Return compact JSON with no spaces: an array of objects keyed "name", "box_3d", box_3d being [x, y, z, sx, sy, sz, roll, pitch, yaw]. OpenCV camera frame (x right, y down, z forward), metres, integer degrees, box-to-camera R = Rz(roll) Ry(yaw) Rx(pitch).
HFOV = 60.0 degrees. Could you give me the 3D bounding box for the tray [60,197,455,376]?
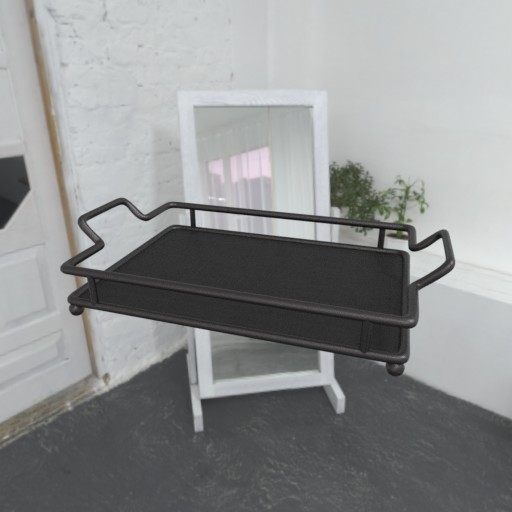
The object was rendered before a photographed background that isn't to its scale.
[{"name":"tray","box_3d":[0.000,0.000,0.619,0.495,0.101,0.297,7,25,16]}]
